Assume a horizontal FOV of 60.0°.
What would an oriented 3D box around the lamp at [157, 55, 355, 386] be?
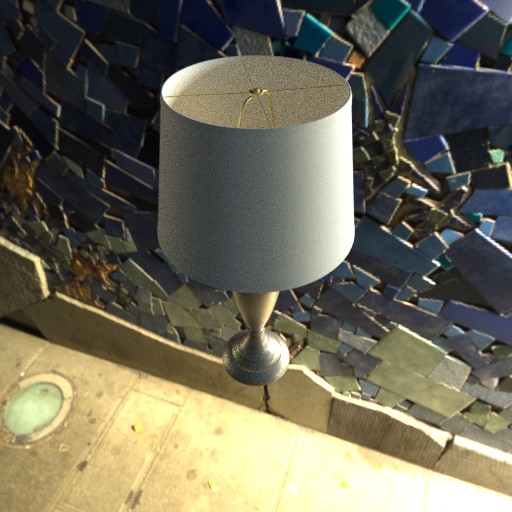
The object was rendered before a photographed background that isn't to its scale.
[{"bbox_3d":[0.000,0.000,0.800,0.328,0.612,0.328,0,42,0],"label":"lamp"}]
